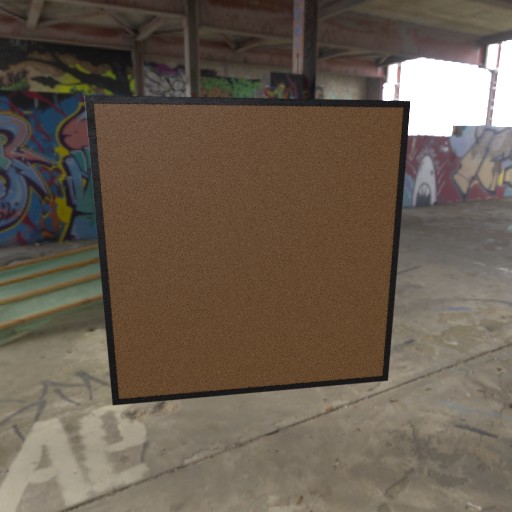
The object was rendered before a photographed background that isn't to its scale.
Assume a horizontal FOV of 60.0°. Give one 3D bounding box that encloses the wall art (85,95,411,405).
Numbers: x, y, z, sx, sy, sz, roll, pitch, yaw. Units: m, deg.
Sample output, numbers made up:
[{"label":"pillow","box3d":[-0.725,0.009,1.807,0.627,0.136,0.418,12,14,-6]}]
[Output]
[{"label":"wall art","box3d":[0.000,0.000,1.137,0.763,0.763,0.039,-2,15,-9]}]
